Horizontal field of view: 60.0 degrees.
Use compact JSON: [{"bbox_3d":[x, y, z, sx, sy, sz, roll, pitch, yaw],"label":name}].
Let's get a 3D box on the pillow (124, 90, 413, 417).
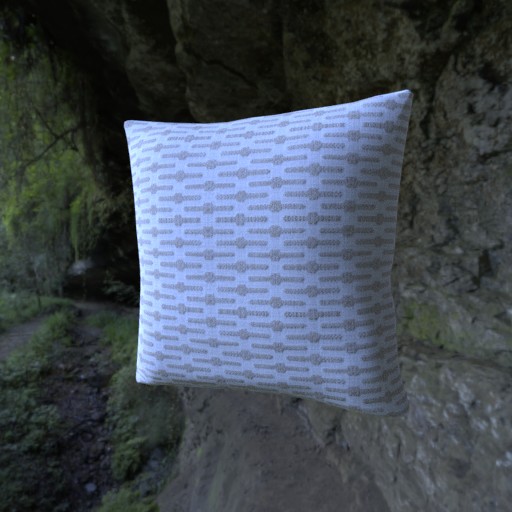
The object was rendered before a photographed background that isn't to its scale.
[{"bbox_3d":[0.000,0.000,0.749,0.496,0.491,0.219,1,2,20],"label":"pillow"}]
